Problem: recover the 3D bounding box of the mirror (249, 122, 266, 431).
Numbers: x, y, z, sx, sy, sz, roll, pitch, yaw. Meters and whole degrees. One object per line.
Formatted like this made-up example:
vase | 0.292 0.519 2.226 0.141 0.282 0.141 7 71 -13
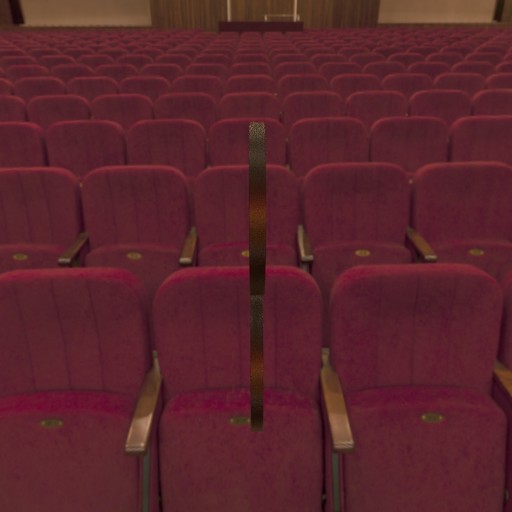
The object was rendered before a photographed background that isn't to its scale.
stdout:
mirror | 0.000 0.000 3.221 0.076 2.096 2.160 0 27 0
